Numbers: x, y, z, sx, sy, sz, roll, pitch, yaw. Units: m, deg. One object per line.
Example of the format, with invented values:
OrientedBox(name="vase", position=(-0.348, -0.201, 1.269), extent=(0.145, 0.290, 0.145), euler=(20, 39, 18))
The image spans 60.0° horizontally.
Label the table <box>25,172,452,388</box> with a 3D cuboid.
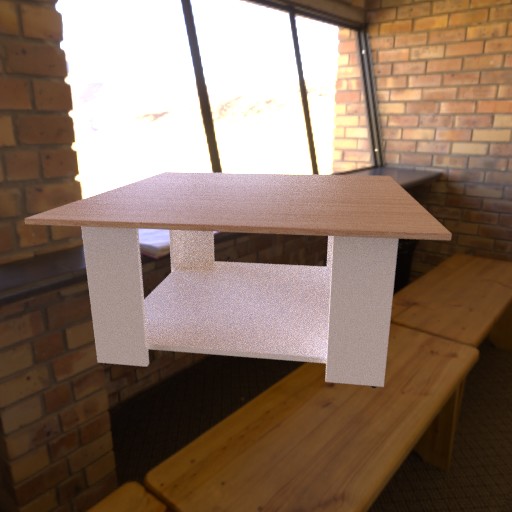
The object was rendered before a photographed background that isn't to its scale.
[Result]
OrientedBox(name="table", position=(0.000, 0.000, 1.043), extent=(0.670, 0.305, 0.670), euler=(3, 18, 8))
